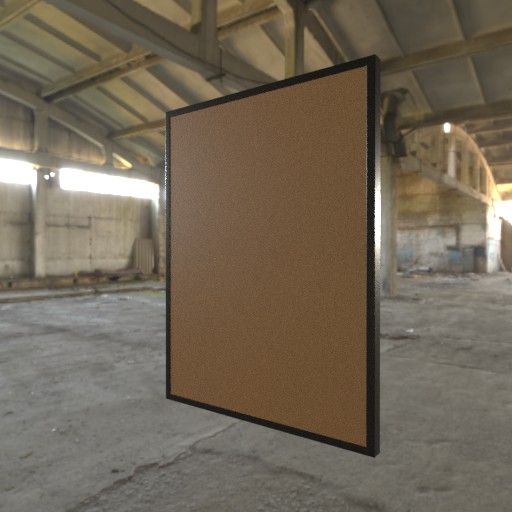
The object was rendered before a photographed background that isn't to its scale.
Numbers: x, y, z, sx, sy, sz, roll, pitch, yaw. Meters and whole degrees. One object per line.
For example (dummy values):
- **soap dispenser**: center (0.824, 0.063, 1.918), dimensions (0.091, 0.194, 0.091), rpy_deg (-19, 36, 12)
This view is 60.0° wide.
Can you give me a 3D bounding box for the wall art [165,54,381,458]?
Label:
- **wall art**: center (0.000, 0.000, 1.418), dimensions (0.804, 1.061, 0.039), rpy_deg (0, 0, 36)
